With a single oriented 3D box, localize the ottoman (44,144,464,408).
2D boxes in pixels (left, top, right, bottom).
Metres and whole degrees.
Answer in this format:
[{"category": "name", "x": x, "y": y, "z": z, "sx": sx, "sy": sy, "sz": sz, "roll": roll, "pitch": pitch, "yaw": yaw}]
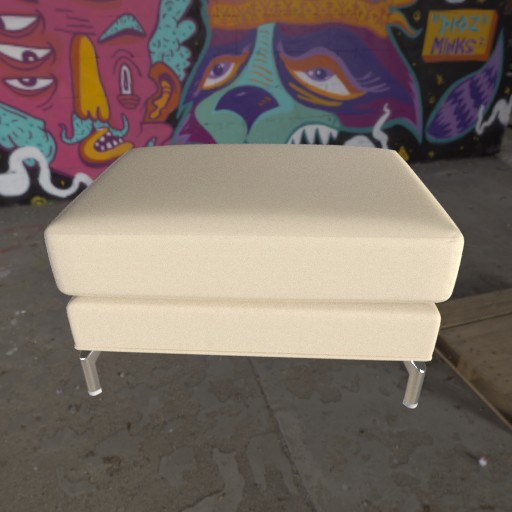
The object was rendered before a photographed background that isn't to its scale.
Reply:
[{"category": "ottoman", "x": 0.000, "y": 0.000, "z": 1.191, "sx": 0.835, "sy": 0.497, "sz": 0.581, "roll": 1, "pitch": 29, "yaw": 2}]
